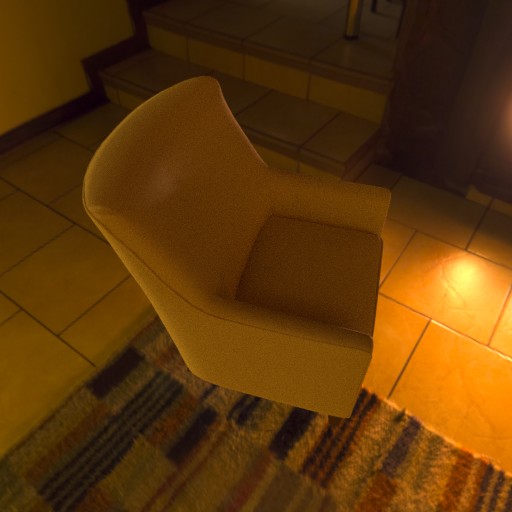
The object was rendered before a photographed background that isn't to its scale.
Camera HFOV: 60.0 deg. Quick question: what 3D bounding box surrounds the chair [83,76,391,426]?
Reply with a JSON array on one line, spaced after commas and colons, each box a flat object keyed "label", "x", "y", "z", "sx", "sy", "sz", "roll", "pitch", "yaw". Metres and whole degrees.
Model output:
[{"label": "chair", "x": 0.000, "y": 0.000, "z": 1.568, "sx": 0.879, "sy": 0.916, "sz": 0.756, "roll": 12, "pitch": 48, "yaw": 11}]
